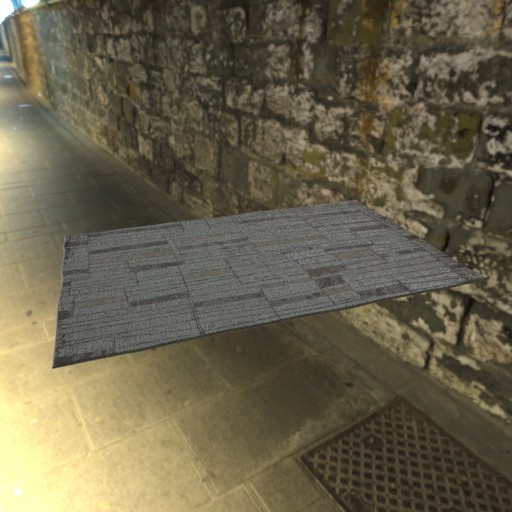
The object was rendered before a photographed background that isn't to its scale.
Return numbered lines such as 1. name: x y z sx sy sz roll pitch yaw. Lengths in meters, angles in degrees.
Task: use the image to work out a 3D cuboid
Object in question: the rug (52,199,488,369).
1. rug: 0.000 0.000 2.962 2.444 0.023 1.531 -9 28 -17
